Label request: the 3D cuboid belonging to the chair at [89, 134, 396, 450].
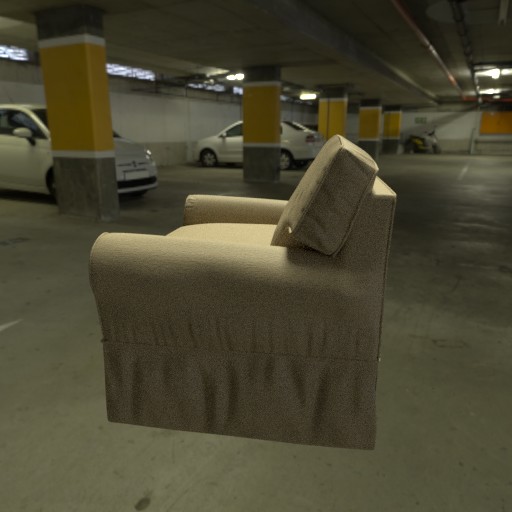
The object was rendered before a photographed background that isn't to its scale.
[{"bbox_3d":[0.000,0.000,1.774,0.903,0.937,1.096,2,16,9],"label":"chair"}]
